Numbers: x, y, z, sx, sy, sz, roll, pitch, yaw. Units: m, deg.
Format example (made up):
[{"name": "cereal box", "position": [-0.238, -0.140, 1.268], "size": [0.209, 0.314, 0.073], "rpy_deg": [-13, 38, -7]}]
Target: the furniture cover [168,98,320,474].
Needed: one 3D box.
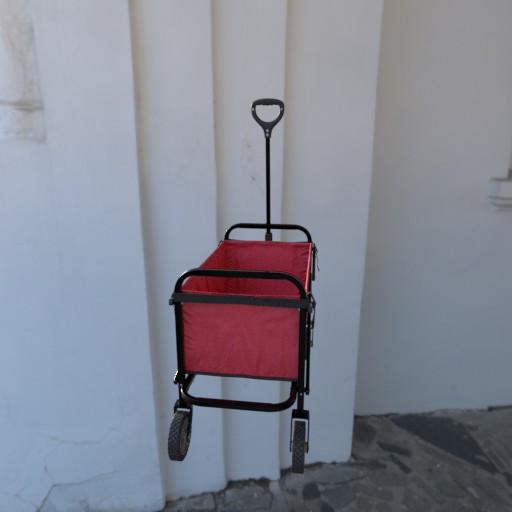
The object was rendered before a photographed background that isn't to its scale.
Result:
[{"name": "furniture cover", "position": [0.000, 0.000, 1.840], "size": [0.532, 1.295, 1.038], "rpy_deg": [2, 15, 8]}]
